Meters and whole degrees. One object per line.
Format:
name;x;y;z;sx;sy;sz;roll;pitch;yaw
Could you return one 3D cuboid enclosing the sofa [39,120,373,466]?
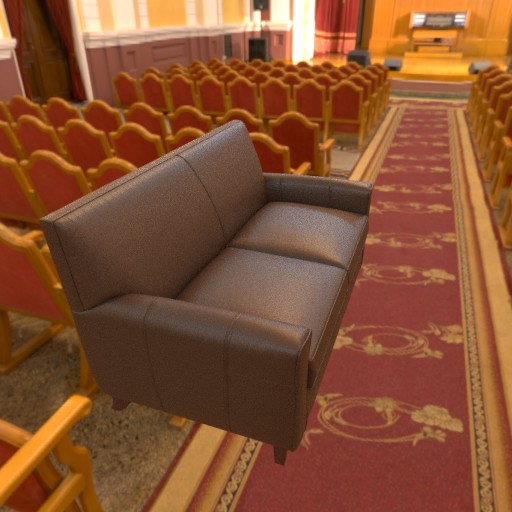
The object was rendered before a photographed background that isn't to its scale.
sofa;0.000;0.000;1.999;0.853;0.859;1.468;10;31;18
